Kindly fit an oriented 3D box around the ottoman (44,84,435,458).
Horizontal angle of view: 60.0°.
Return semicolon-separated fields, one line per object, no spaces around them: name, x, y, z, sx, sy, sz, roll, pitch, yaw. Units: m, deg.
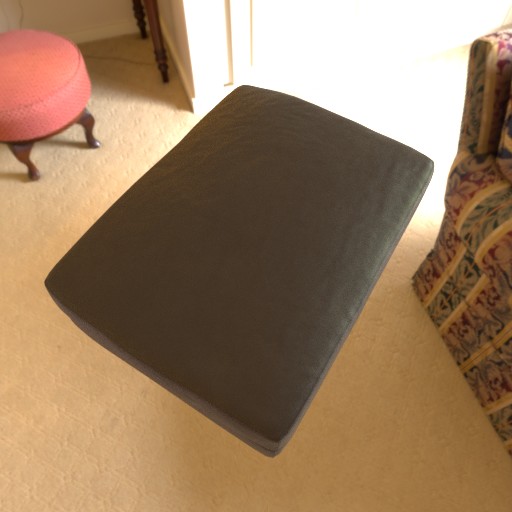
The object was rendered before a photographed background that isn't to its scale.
ottoman;0.000;0.000;1.249;0.659;0.529;0.887;28;62;17
